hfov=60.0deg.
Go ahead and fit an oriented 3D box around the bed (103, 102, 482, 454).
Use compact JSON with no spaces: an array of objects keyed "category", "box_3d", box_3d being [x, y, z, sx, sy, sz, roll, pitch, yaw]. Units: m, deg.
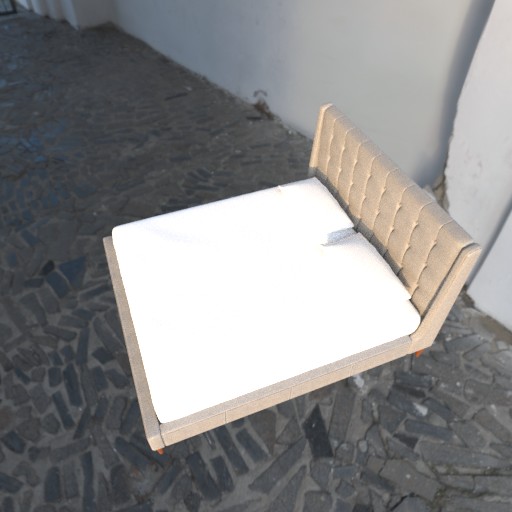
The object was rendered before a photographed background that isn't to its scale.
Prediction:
[{"category":"bed","box_3d":[0.000,0.000,3.639,2.342,1.289,2.062,-16,49,-15]}]
